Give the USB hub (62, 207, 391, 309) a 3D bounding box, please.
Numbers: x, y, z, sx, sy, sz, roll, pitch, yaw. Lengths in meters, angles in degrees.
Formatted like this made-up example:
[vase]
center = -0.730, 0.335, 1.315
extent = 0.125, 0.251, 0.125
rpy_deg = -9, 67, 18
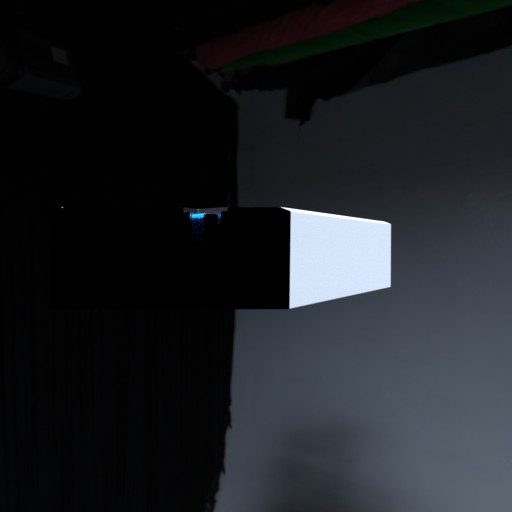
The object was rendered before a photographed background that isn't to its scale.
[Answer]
[USB hub]
center = 0.000, 0.000, 0.127
extent = 0.044, 0.023, 0.110
rpy_deg = 1, 1, 35
